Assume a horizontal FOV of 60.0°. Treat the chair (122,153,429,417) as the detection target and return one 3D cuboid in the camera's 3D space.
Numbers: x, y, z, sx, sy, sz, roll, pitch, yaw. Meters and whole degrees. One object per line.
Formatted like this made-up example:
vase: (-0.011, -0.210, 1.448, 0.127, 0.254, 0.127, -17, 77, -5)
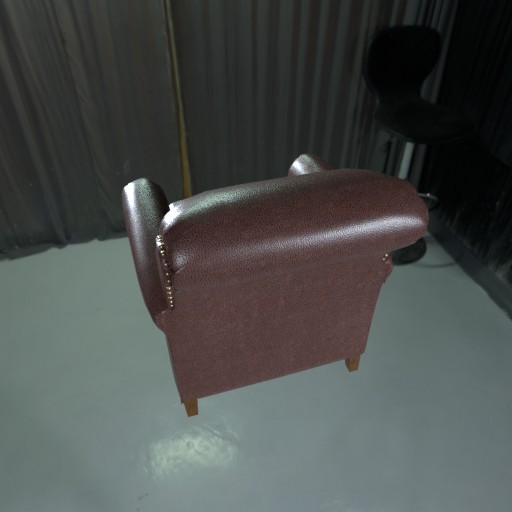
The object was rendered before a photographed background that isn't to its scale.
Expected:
chair: (0.000, 0.000, 1.601, 0.854, 0.927, 0.890, -11, 41, -13)
